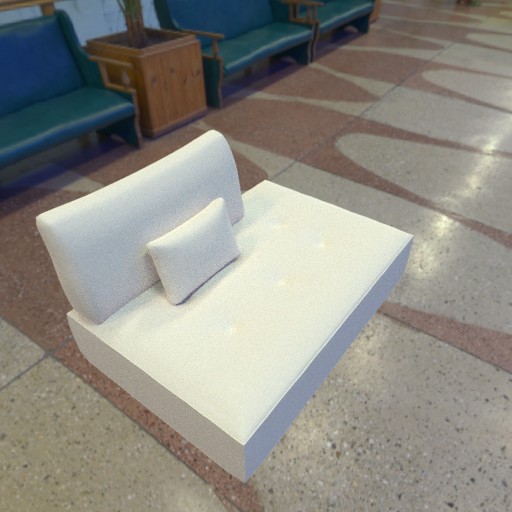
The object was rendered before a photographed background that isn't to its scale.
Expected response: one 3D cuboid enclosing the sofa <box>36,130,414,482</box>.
[{"bbox_3d":[0.000,0.000,2.066,1.000,0.820,1.450,26,46,28],"label":"sofa"}]
